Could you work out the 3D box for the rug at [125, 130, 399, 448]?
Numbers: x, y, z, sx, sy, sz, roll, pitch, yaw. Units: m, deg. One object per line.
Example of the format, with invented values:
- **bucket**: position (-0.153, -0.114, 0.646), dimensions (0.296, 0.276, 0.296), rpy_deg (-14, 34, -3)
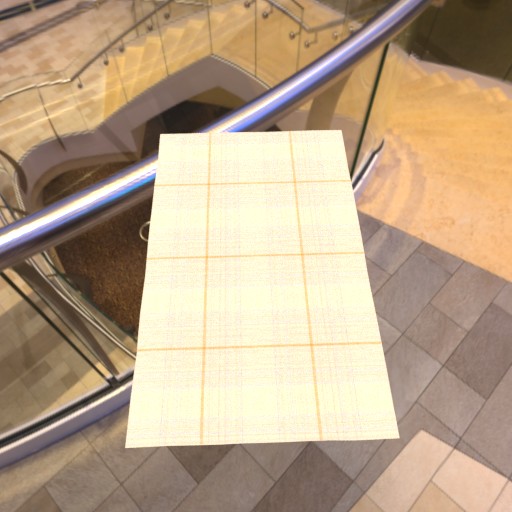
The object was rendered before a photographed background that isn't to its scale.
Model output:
- **rug**: position (0.000, 0.000, 3.097), dimensions (1.527, 0.016, 2.442), rpy_deg (-2, 59, -1)
